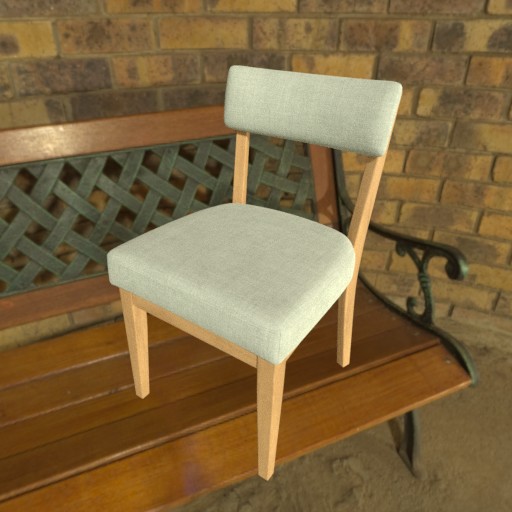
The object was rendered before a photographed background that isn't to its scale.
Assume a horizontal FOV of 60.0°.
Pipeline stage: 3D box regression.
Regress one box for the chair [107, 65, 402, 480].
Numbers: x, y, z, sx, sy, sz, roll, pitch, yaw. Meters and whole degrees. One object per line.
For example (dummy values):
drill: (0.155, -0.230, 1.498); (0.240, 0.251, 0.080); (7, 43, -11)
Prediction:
chair: (0.000, 0.000, 1.147); (0.508, 0.832, 0.572); (20, 36, 30)
